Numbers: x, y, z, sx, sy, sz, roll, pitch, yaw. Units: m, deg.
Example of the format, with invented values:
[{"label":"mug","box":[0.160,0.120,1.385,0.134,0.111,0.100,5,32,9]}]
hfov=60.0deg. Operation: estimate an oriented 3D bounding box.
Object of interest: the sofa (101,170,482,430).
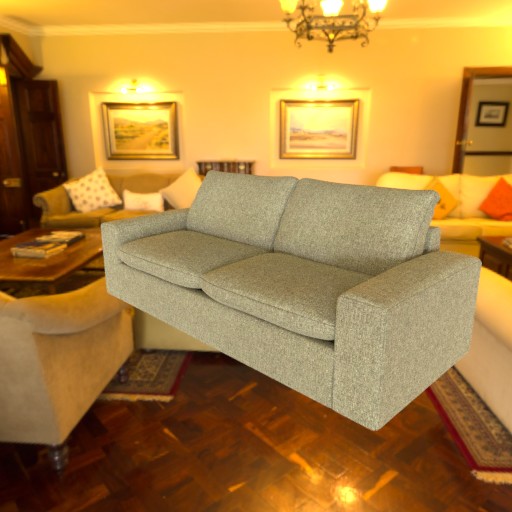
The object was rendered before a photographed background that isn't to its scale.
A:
[{"label":"sofa","box":[0.000,0.000,2.762,1.040,0.922,2.299,-15,21,-43]}]
